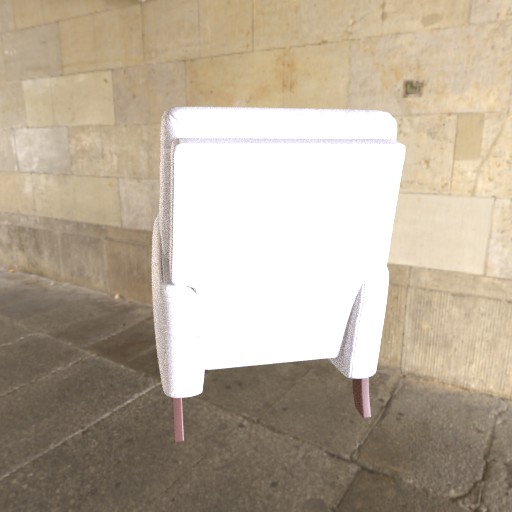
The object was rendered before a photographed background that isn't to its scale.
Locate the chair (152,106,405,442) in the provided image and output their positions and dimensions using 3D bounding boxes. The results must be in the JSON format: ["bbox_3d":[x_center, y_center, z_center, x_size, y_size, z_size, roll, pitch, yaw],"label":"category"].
[{"bbox_3d":[0.000,0.000,1.648,0.762,0.990,0.990,-3,14,-11],"label":"chair"}]
